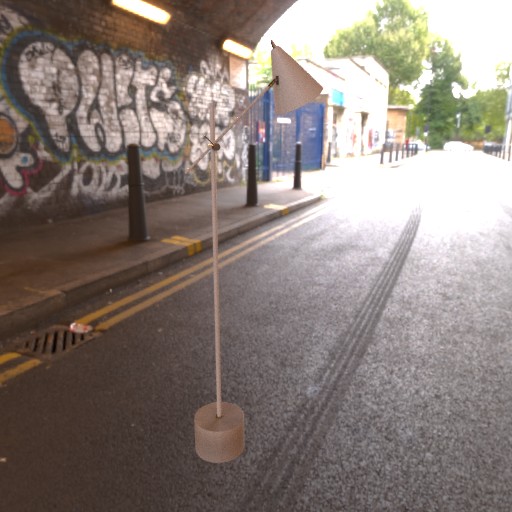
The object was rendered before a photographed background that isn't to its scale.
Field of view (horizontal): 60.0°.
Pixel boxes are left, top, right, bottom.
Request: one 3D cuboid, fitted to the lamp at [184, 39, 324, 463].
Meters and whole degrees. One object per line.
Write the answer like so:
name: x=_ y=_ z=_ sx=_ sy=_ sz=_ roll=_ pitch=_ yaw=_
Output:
lamp: x=0.000 y=0.000 z=1.576 sx=0.508 sy=1.430 sz=0.223 roll=-7 pitch=16 yaw=-26
